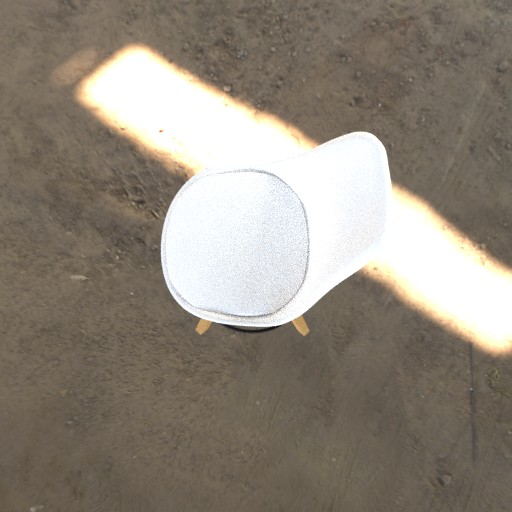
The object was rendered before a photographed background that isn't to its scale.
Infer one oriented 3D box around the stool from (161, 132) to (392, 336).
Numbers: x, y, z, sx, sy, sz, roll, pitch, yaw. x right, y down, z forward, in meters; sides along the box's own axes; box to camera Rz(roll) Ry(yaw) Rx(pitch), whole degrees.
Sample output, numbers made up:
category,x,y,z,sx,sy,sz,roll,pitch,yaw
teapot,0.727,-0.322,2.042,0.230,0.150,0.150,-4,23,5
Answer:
category,x,y,z,sx,sy,sz,roll,pitch,yaw
stool,0.000,0.000,1.424,0.549,1.115,0.482,1,76,0
